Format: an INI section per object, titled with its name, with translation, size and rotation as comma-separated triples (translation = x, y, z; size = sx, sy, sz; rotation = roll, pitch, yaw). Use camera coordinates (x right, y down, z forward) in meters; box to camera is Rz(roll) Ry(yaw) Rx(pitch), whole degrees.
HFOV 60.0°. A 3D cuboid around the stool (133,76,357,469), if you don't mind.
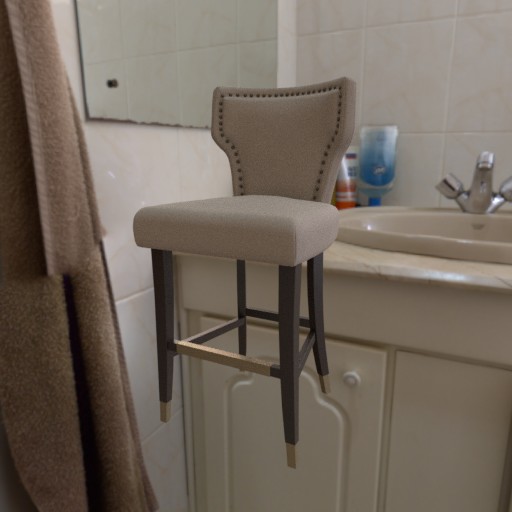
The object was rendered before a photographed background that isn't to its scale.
[stool]
translation = 0.000, 0.000, 1.420
size = 0.526, 1.092, 0.563
rotation = 7, 15, 27
